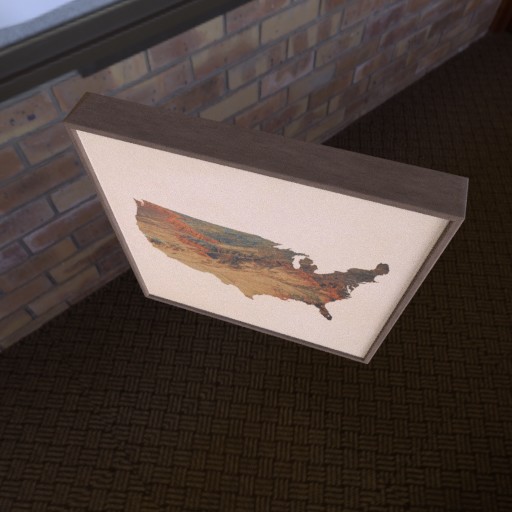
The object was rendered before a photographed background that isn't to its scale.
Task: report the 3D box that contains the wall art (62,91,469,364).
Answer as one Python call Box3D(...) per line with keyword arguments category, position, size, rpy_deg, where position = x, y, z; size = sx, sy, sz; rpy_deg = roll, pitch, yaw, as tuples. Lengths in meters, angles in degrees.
Box3D(category="wall art", position=(0.000, 0.000, 0.455), size=(0.303, 0.302, 0.038), rpy_deg=(15, 60, 9))
